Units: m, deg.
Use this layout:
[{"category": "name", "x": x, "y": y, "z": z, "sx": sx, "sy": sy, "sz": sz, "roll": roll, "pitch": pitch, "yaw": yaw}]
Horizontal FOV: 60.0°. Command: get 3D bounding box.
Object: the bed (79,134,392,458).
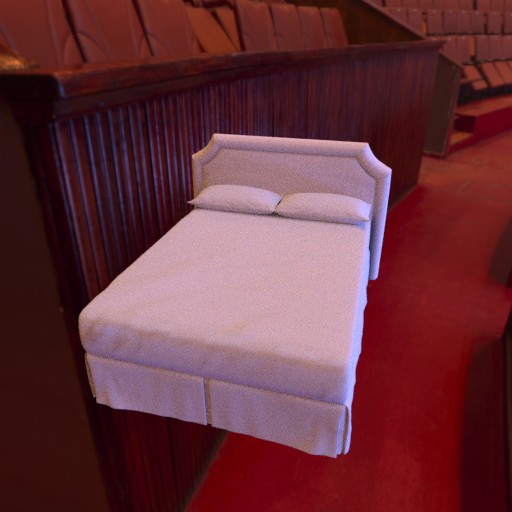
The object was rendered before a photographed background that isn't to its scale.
[{"category": "bed", "x": 0.000, "y": 0.000, "z": 3.292, "sx": 1.828, "sy": 1.297, "sz": 2.164, "roll": 7, "pitch": 28, "yaw": 14}]
